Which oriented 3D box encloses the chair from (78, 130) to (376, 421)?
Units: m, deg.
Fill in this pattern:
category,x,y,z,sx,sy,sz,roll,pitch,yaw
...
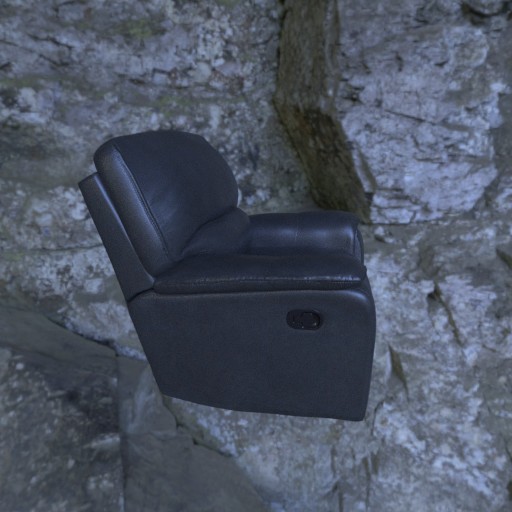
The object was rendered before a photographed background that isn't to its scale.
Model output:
category,x,y,z,sx,sy,sz,roll,pitch,yaw
chair,0.000,0.000,2.027,1.087,1.109,1.096,3,16,10
